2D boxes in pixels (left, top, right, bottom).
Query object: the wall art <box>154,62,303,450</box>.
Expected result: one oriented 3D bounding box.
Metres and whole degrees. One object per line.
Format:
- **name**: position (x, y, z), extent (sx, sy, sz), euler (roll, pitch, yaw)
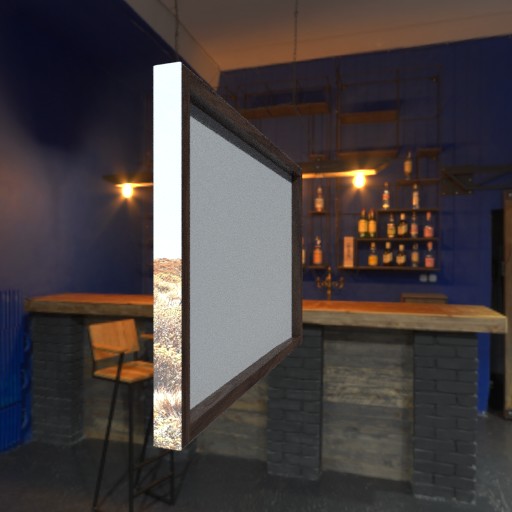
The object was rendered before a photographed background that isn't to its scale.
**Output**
- **wall art**: position (0.000, 0.000, 1.137), extent (0.050, 0.610, 0.914), euler (0, 0, 18)
